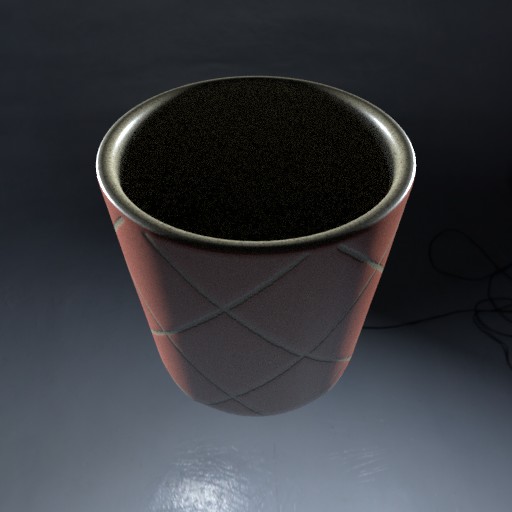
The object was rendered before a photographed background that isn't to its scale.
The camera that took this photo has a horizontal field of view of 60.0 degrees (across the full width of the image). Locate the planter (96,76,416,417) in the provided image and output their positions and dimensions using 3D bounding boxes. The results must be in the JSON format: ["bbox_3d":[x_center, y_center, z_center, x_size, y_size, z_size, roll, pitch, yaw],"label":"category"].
[{"bbox_3d":[0.000,0.000,0.342,0.191,0.200,0.191,0,46,0],"label":"planter"}]
